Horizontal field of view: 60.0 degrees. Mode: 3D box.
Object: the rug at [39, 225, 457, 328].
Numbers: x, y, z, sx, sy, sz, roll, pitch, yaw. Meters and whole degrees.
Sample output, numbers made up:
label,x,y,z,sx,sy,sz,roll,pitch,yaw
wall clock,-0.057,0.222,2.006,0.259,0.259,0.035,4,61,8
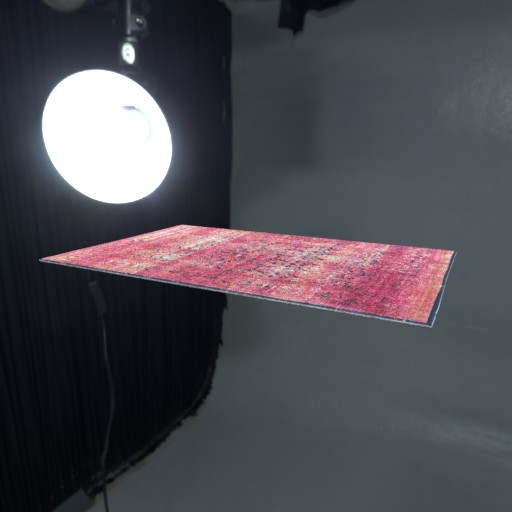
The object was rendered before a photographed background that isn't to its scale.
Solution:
label,x,y,z,sx,sy,sz,roll,pitch,yaw
rug,0.000,0.000,3.050,2.449,0.018,1.539,7,15,27
